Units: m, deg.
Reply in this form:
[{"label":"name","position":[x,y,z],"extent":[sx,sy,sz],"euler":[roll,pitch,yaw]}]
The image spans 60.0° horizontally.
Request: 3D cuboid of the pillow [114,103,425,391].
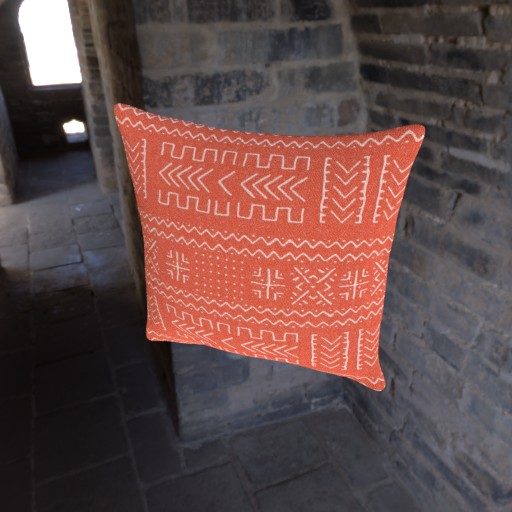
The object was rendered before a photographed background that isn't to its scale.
[{"label":"pillow","position":[0.000,0.000,0.682],"extent":[0.438,0.429,0.164],"euler":[9,29,17]}]
